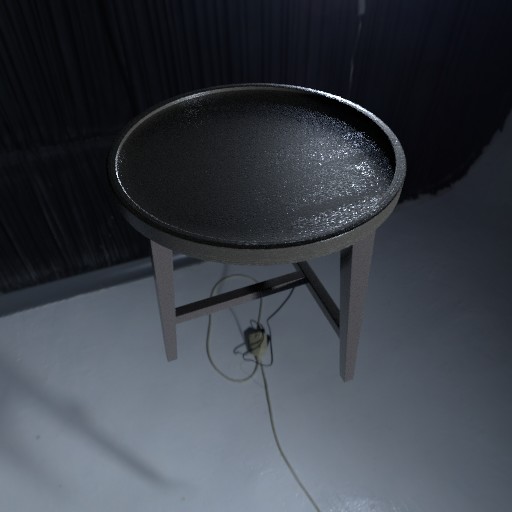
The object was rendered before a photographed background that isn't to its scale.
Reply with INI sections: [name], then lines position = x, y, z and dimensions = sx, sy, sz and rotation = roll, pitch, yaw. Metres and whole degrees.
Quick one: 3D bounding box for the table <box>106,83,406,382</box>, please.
[table]
position = 0.000, 0.000, 0.947
dimensions = 0.500, 0.531, 0.500
rotation = 0, 45, 0
